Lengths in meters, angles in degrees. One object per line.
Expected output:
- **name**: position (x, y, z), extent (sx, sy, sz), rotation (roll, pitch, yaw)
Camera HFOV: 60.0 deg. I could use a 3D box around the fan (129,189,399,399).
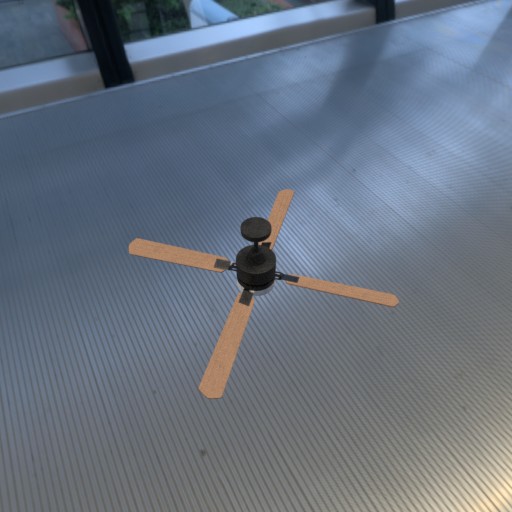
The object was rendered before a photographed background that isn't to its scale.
- **fan**: position (0.000, 0.000, 2.021), extent (1.320, 0.355, 1.320), rotation (11, 47, 11)
